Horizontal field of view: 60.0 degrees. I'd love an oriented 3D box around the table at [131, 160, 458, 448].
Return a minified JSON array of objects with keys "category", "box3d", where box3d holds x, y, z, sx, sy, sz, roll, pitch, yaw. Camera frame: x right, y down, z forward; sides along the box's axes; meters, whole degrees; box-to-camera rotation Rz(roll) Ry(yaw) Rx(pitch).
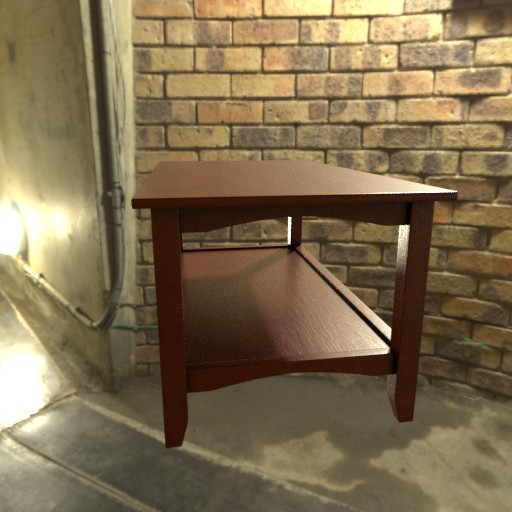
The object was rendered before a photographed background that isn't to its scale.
[{"category":"table","box3d":[0.000,0.000,1.207,0.533,0.456,0.943,-3,16,-9]}]
